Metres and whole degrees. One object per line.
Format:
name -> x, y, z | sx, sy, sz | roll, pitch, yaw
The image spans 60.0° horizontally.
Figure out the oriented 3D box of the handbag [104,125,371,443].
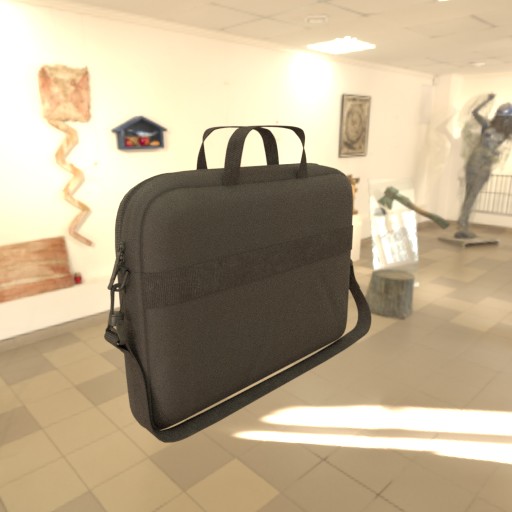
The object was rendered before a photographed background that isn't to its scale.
handbag -> 0.000, 0.000, 0.434 | 0.320, 0.244, 0.089 | -14, 21, -42
